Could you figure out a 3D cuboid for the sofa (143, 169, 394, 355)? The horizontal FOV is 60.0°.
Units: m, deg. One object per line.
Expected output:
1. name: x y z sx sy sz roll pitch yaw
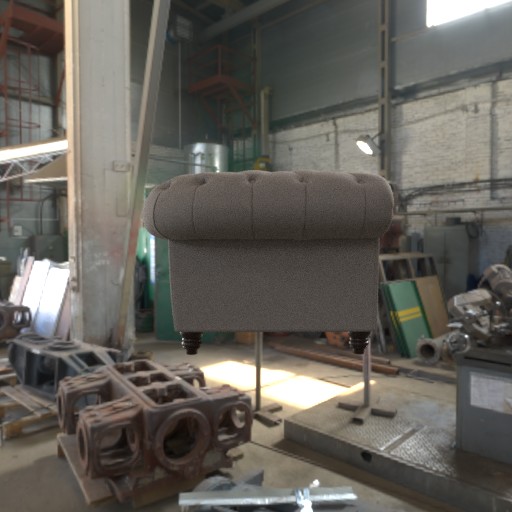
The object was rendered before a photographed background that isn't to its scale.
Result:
1. sofa: 0.000 0.000 2.781 0.991 0.749 2.411 0 2 -1
